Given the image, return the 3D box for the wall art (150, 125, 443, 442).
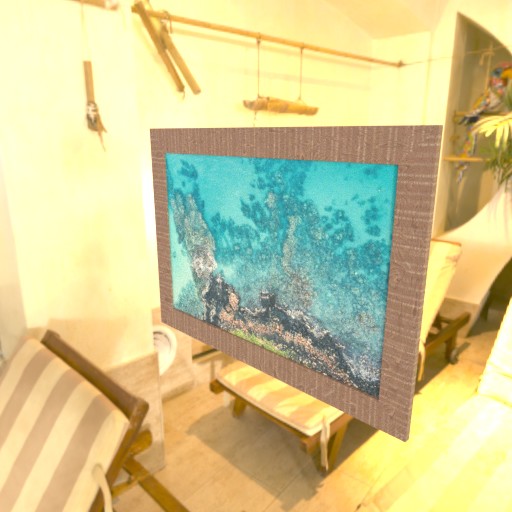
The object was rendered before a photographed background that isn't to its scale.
[{"bbox_3d":[0.000,0.000,1.362,1.056,0.761,0.020,14,21,42],"label":"wall art"}]
